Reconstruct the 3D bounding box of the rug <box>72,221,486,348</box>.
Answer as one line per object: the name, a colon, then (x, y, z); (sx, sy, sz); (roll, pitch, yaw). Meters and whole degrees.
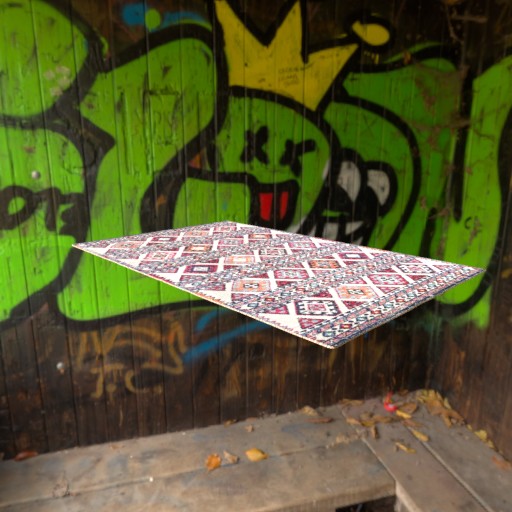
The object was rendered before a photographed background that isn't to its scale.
rug: (0.000, 0.000, 3.015); (1.545, 0.010, 2.440); (-13, 19, -42)
